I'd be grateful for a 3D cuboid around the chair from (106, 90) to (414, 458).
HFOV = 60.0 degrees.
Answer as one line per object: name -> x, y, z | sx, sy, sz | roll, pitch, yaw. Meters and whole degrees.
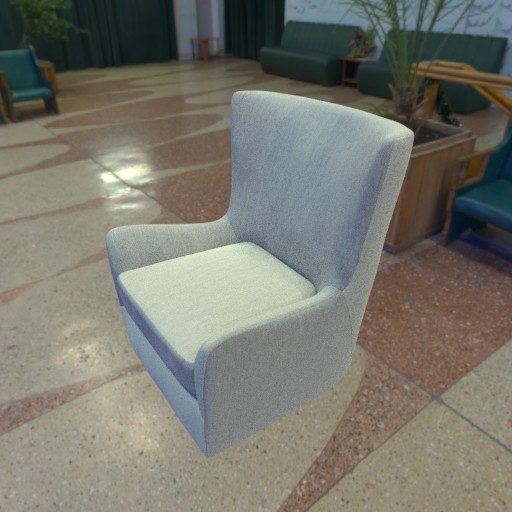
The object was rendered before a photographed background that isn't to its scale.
chair -> 0.000, 0.000, 1.631 | 0.904, 1.000, 0.779 | -20, 37, -29
